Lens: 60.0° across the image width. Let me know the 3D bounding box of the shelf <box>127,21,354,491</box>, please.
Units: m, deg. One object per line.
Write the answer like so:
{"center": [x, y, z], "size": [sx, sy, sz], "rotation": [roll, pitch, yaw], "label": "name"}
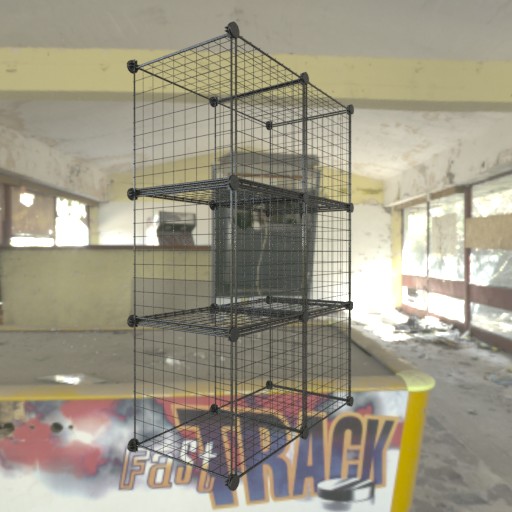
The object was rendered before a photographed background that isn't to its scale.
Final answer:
{"center": [0.000, 0.000, 1.389], "size": [0.356, 1.067, 0.711], "rotation": [0, 0, 35], "label": "shelf"}
